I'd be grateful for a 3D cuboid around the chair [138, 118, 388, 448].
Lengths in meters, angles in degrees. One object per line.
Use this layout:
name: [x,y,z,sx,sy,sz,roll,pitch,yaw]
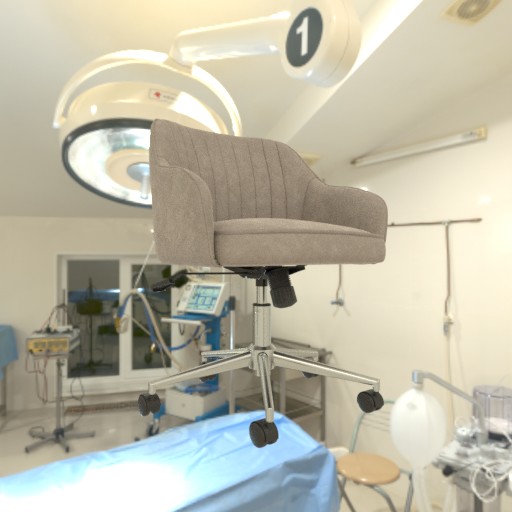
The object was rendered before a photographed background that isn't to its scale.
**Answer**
chair: [0.000,0.000,1.275,0.635,0.831,0.573,0,0,-36]
